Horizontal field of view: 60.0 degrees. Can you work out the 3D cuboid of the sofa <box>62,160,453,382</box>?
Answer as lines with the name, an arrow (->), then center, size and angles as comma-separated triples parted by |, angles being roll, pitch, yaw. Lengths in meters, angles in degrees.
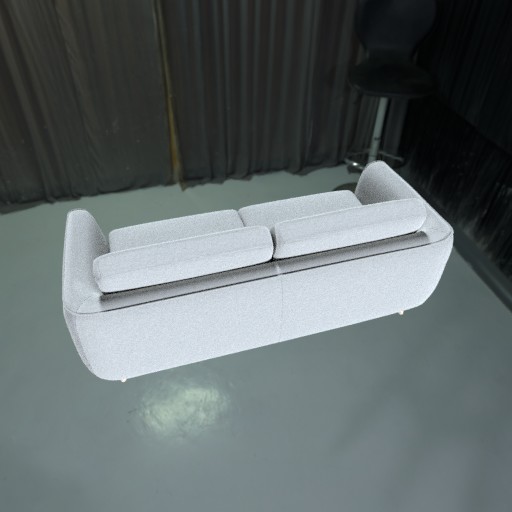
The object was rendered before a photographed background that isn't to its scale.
sofa -> 0.000, 0.000, 2.520 | 2.000, 0.850, 0.920 | -11, 43, -12
